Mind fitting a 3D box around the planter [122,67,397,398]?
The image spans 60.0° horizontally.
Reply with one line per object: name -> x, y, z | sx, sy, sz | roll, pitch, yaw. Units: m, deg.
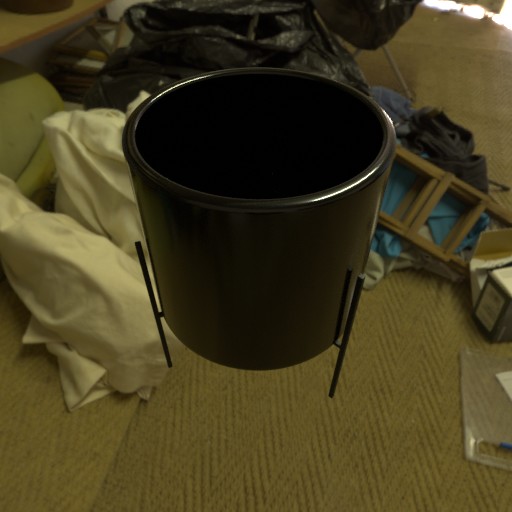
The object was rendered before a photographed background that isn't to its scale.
planter -> 0.000, 0.000, 0.647 | 0.310, 0.432, 0.310 | -2, 46, -2
